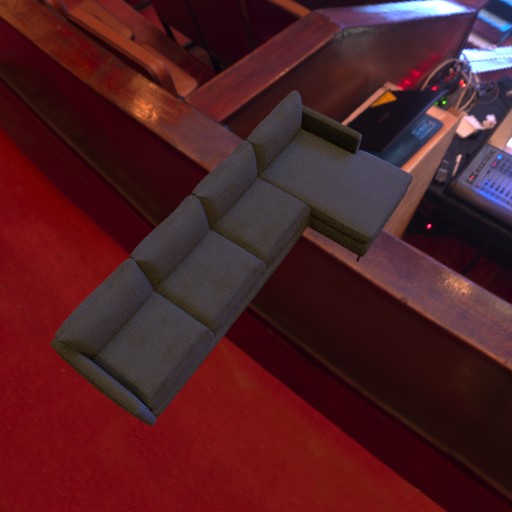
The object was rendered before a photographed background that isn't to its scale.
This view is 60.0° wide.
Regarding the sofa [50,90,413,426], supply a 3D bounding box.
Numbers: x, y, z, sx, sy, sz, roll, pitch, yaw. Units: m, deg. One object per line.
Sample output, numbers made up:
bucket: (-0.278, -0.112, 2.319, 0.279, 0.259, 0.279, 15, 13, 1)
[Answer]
sofa: (0.000, 0.000, 3.254, 1.255, 0.756, 2.725, 32, 66, 16)
